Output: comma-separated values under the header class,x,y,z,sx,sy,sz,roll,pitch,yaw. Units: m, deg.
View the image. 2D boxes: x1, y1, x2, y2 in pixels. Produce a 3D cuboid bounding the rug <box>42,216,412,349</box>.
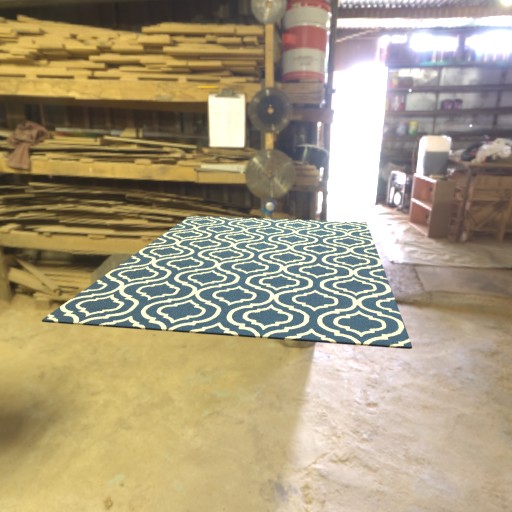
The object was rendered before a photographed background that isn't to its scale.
class,x,y,z,sx,sy,sz,roll,pitch,yaw
rug,0.000,0.000,2.782,1.524,0.010,2.134,3,17,8
